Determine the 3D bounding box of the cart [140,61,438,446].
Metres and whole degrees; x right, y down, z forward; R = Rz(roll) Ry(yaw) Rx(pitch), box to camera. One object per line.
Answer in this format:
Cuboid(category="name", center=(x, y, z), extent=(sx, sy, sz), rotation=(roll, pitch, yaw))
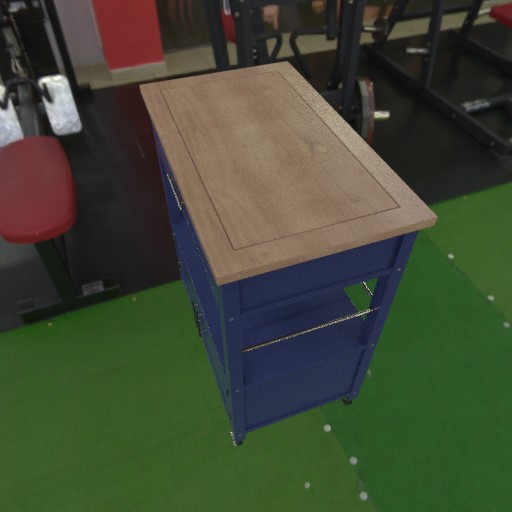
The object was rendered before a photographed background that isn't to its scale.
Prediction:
Cuboid(category="cart", center=(0.000, 0.000, 1.421), extent=(0.459, 0.901, 0.840), rotation=(-15, 49, -14))
